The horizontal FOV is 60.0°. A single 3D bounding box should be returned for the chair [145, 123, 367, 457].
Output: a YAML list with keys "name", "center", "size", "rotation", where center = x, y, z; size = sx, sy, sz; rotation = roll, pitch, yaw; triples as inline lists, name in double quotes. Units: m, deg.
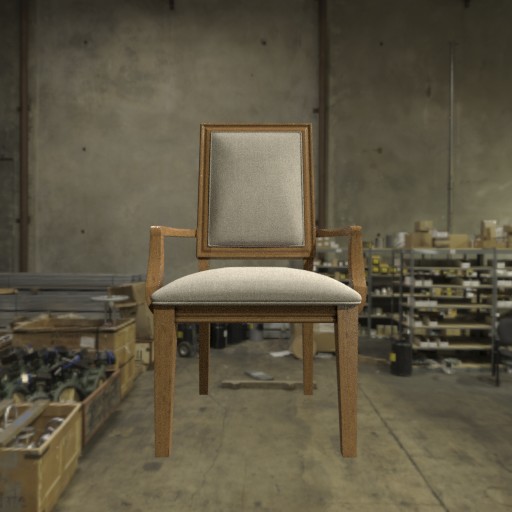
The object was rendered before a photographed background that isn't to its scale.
- name: "chair"
  center: [0.000, 0.000, 1.391]
  size: [0.606, 0.990, 0.602]
  rotation: [0, 1, 0]
